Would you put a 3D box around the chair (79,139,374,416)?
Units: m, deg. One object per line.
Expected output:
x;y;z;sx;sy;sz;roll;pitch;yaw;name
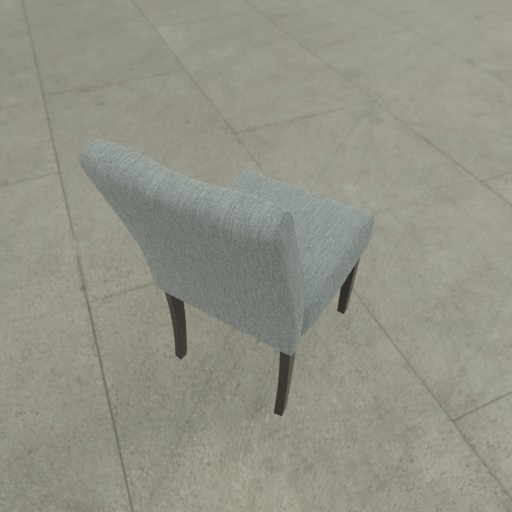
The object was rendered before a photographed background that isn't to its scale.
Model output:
0.000;0.000;1.248;0.487;0.884;0.629;24;51;21;chair
